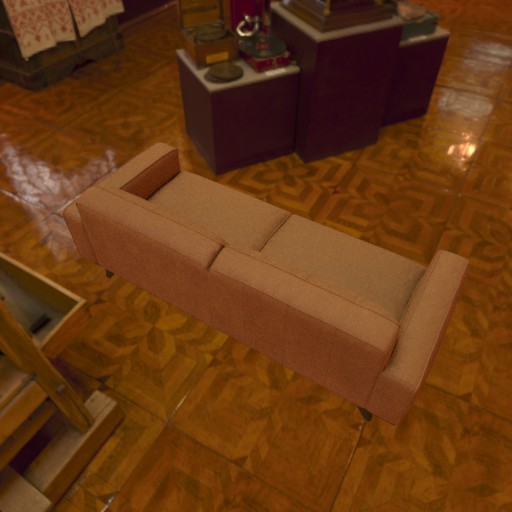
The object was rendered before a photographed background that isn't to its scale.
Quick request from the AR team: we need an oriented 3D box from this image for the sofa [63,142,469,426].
[{"bbox_3d":[0.000,0.000,2.714,2.270,0.780,0.953,24,51,21],"label":"sofa"}]
